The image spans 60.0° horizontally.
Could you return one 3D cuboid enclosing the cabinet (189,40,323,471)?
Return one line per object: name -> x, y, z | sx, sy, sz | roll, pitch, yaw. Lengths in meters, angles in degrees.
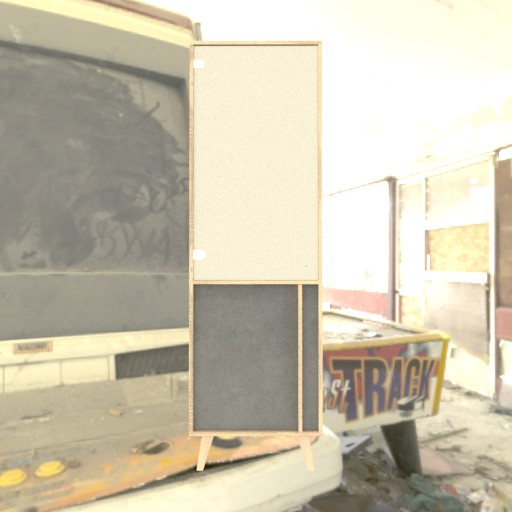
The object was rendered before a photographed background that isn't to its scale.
cabinet -> 0.000, 0.000, 2.096 | 0.570, 1.850, 0.400 | 0, -1, 0
